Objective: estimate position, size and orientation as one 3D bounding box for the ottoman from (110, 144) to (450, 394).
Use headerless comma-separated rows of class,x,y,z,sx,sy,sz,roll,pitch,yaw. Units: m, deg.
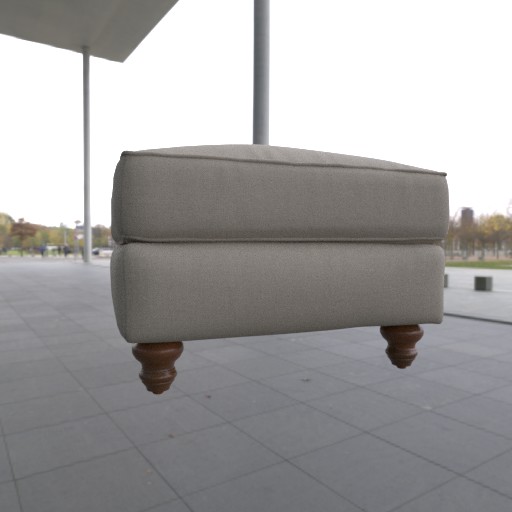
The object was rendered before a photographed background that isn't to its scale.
ottoman,0.000,0.000,1.150,0.716,0.505,0.662,0,1,-19
